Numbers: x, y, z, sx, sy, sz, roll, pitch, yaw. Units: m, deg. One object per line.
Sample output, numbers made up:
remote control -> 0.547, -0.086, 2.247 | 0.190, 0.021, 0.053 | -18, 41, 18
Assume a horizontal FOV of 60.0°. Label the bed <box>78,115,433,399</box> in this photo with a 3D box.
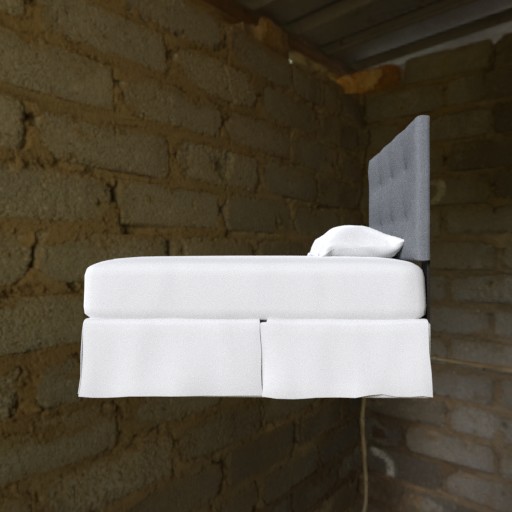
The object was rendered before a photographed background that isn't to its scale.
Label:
bed -> 0.000, 0.000, 3.037 | 1.997, 1.571, 1.261 | 0, 0, 1
